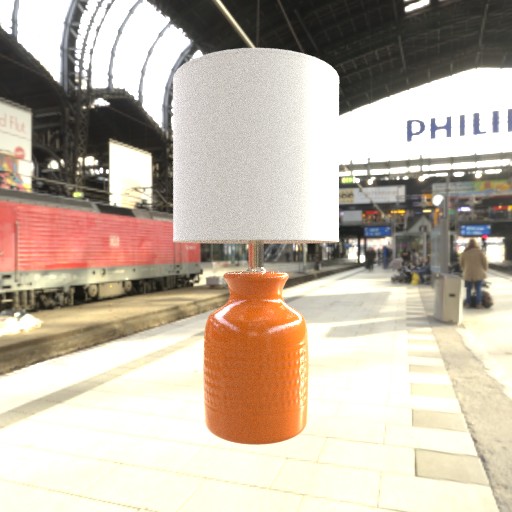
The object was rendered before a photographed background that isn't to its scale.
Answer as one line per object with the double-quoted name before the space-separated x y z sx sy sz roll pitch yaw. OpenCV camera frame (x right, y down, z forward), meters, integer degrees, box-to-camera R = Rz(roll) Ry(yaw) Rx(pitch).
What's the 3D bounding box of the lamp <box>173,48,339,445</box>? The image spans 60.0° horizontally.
"lamp" 0.000 0.000 1.136 0.418 0.871 0.418 0 1 16
